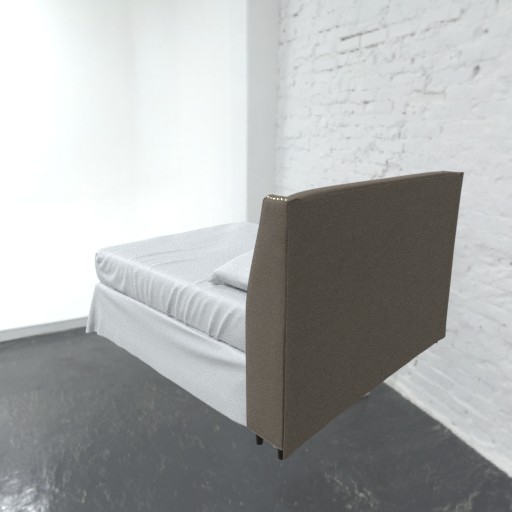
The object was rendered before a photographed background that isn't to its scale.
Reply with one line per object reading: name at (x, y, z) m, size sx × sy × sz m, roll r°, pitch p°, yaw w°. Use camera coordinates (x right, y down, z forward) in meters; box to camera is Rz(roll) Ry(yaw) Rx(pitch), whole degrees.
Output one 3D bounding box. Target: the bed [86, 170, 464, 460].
bed at (0.000, 0.000, 3.398) m, size 2.276 × 1.332 × 1.925 m, roll 15°, pitch 21°, yaw 43°
